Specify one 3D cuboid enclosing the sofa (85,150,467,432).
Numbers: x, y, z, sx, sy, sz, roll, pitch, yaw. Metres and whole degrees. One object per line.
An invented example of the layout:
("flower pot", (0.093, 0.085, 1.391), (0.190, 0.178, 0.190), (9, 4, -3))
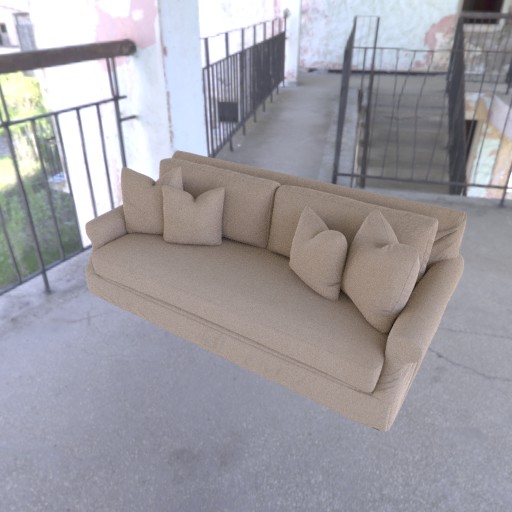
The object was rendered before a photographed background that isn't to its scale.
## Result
("sofa", (0.000, 0.000, 2.802), (2.285, 0.904, 1.067), (18, 35, 28))
